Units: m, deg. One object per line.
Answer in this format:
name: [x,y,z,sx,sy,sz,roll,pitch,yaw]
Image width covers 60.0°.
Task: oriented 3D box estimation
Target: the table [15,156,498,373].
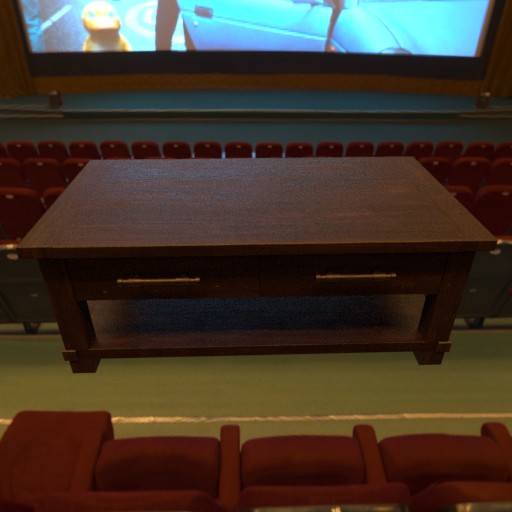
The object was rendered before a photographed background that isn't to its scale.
table: [0.000,0.000,1.582,1.270,0.494,0.700,-1,31,-2]
